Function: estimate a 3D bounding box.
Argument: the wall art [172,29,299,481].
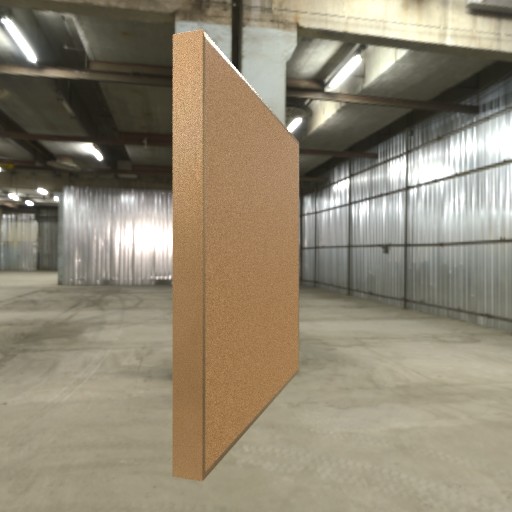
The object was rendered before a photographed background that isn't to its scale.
[{"bbox_3d":[0.000,0.000,0.750,0.038,0.511,0.513,0,0,18],"label":"wall art"}]
